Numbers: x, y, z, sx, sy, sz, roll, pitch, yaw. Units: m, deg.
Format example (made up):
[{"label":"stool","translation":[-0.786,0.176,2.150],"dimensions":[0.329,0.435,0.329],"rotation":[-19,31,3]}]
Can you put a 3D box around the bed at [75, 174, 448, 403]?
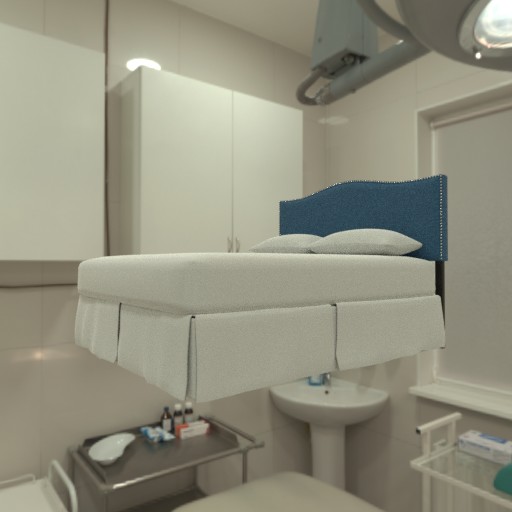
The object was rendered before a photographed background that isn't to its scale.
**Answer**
[{"label":"bed","translation":[0.000,0.000,2.864],"dimensions":[1.872,1.169,1.610],"rotation":[1,-1,-38]}]
